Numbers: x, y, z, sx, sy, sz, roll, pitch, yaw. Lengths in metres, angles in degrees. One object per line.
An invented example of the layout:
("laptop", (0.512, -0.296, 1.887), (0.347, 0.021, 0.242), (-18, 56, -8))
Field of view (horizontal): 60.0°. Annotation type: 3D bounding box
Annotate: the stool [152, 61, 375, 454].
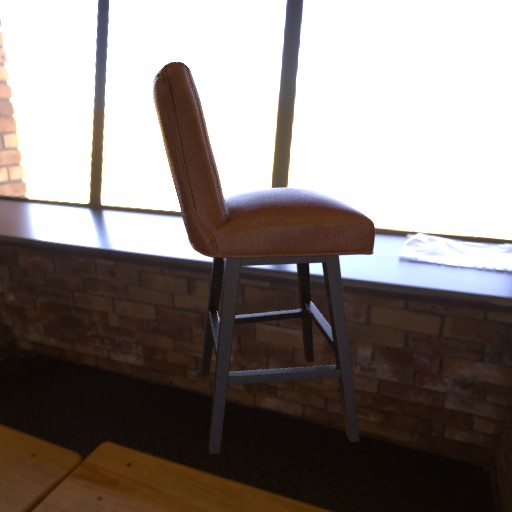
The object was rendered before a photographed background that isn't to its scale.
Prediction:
("stool", (0.000, 0.000, 1.425), (0.585, 1.094, 0.522), (-3, 17, -10))
